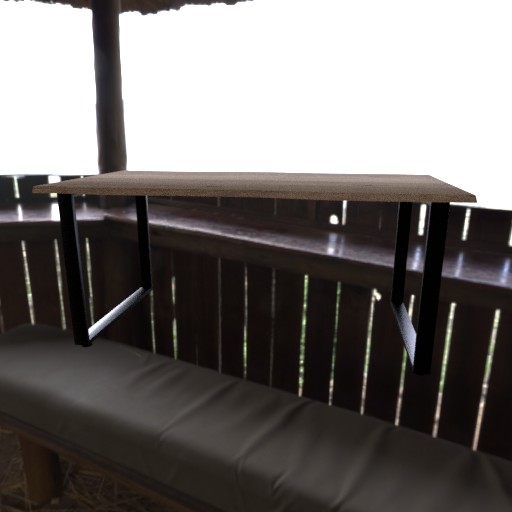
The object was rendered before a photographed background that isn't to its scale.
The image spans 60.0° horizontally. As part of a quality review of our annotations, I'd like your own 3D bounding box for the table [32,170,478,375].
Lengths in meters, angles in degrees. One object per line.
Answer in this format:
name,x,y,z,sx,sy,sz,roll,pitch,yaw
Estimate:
table,0.000,0.000,2.282,1.800,0.780,0.900,3,16,9
